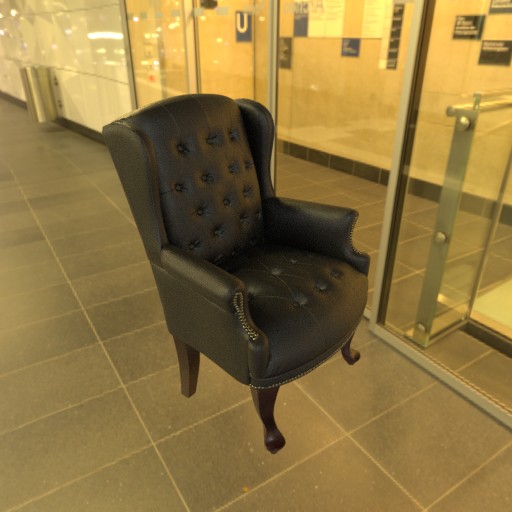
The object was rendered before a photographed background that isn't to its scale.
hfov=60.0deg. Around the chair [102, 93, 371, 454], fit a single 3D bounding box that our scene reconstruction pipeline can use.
[{"bbox_3d":[0.000,0.000,1.711,0.822,1.133,0.831,19,33,33],"label":"chair"}]
